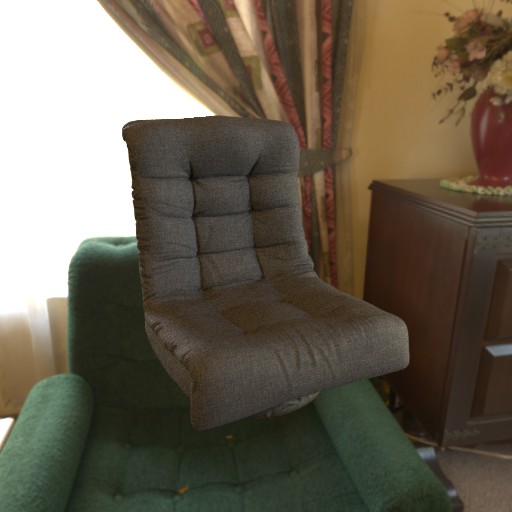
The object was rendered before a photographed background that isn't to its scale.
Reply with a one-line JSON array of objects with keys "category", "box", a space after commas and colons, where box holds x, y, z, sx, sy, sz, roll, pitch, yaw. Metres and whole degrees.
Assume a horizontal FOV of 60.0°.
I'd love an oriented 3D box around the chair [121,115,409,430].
[{"category": "chair", "box": [0.000, 0.000, 1.221, 0.597, 0.749, 0.668, -8, 18, -26]}]
